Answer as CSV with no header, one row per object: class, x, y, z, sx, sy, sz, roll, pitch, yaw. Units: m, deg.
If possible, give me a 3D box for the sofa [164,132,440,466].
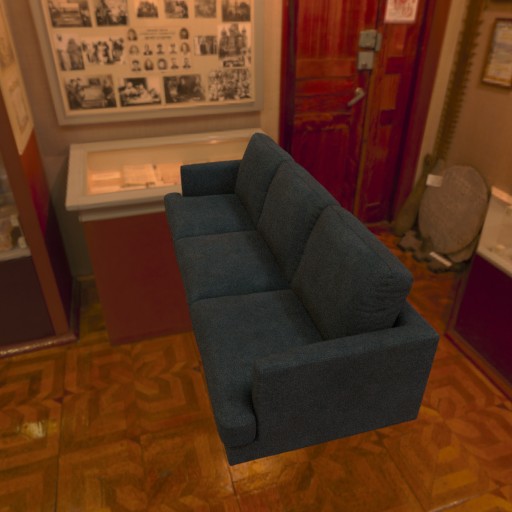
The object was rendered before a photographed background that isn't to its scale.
sofa,0.000,0.000,2.650,0.903,0.930,2.246,-8,32,-13
